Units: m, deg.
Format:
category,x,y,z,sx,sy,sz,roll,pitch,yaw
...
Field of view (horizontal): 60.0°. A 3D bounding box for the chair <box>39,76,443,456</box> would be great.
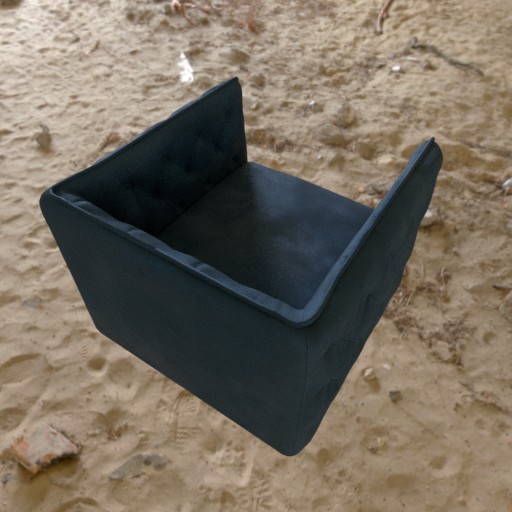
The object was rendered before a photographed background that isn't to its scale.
category,x,y,z,sx,sy,sz,roll,pitch,yaw
chair,0.000,0.000,1.508,0.868,0.771,0.877,26,52,22
